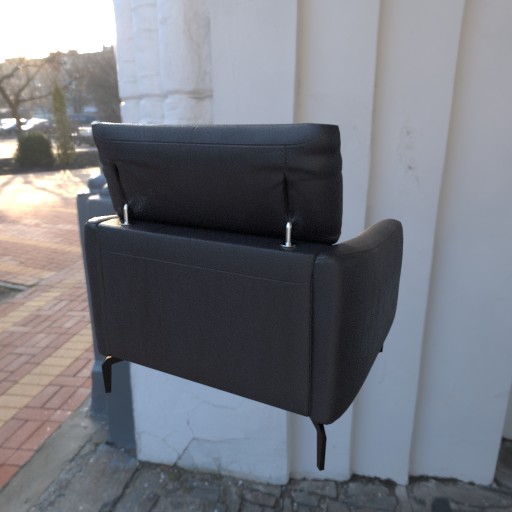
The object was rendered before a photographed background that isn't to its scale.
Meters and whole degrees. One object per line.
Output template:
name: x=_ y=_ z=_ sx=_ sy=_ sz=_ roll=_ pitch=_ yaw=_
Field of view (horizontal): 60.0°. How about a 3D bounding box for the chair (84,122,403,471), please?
chair: x=0.000 y=0.000 z=1.644 sx=0.976 sy=0.949 sz=0.809 roll=8 pitch=19 yaw=26
